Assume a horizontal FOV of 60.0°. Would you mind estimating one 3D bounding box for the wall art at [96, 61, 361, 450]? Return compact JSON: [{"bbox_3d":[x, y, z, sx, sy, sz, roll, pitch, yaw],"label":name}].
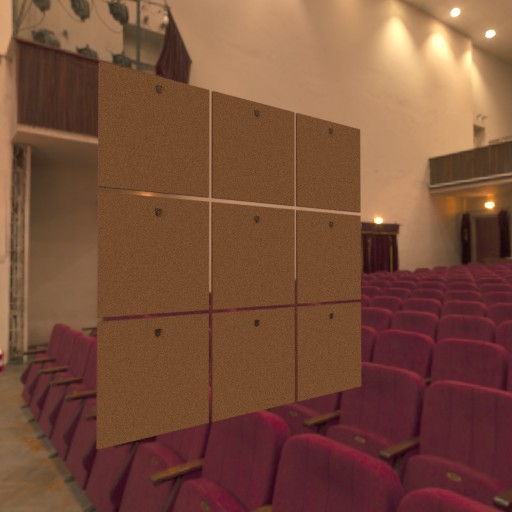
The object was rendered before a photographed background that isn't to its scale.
[{"bbox_3d":[0.000,0.000,2.197,1.533,1.532,0.019,1,-1,-36],"label":"wall art"}]
